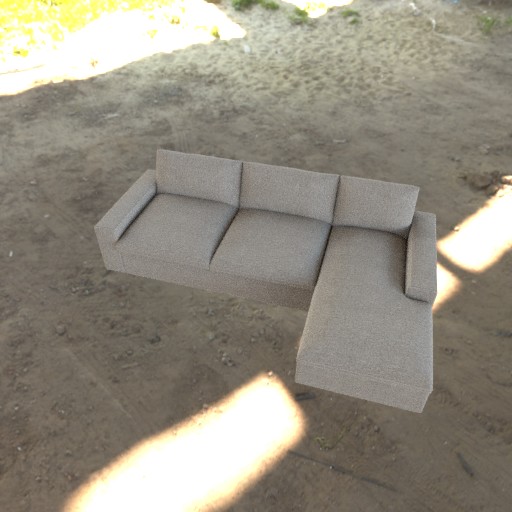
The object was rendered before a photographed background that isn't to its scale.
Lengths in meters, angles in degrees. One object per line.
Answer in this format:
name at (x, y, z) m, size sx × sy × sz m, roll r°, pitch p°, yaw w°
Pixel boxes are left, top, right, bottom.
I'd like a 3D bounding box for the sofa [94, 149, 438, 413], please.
sofa at (0.000, 0.000, 3.528) m, size 2.718 × 0.813 × 1.689 m, roll 11°, pitch 42°, yaw 12°
